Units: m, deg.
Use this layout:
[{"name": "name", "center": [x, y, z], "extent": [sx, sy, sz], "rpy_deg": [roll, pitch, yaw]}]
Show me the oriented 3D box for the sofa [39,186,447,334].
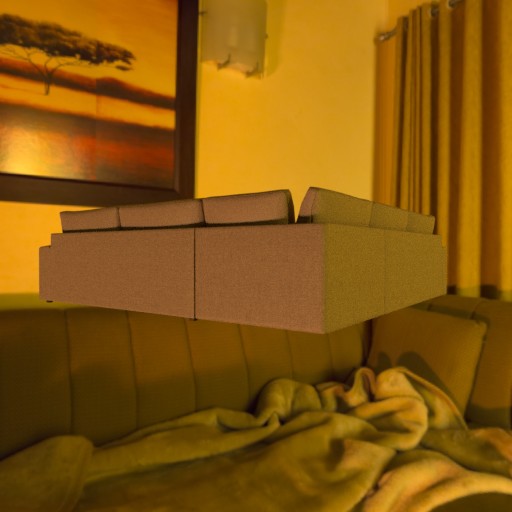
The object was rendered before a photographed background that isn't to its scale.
[{"name": "sofa", "center": [0.000, 0.000, 4.090], "extent": [2.742, 0.800, 2.622], "rpy_deg": [1, 1, 36]}]
